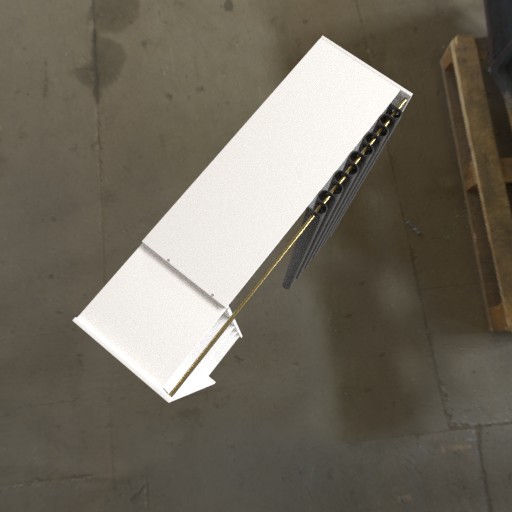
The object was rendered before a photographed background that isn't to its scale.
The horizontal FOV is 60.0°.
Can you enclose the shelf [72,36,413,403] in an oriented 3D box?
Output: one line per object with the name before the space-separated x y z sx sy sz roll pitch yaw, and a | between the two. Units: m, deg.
shelf | 0.000 0.000 2.654 0.500 1.810 1.600 37 79 9
